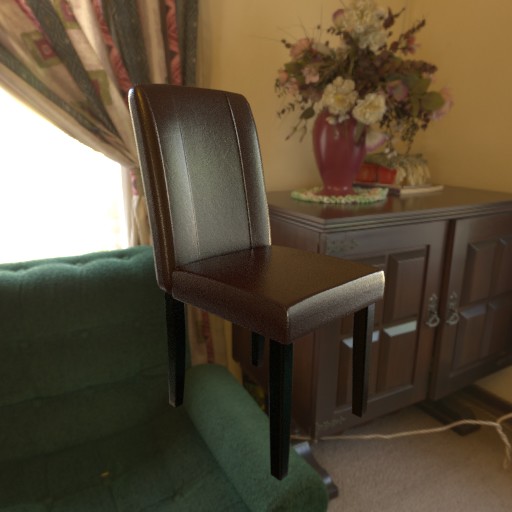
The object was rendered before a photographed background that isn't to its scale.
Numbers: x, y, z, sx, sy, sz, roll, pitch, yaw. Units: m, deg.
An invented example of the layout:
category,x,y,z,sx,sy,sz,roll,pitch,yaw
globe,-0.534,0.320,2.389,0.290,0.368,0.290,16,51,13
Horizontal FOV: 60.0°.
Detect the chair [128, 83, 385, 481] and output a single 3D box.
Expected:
category,x,y,z,sx,sy,sz,roll,pitch,yaw
chair,0.000,0.000,1.193,0.556,0.897,0.399,14,20,43
